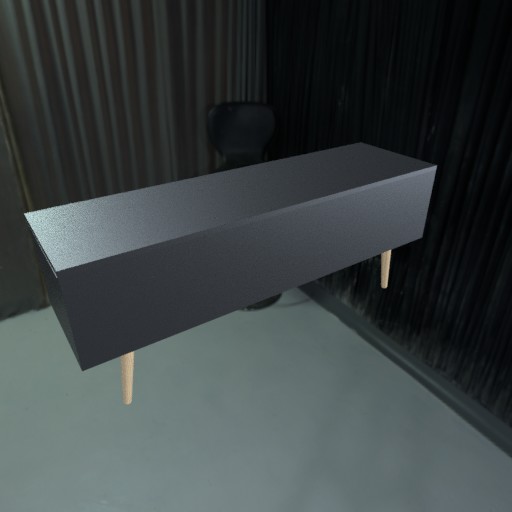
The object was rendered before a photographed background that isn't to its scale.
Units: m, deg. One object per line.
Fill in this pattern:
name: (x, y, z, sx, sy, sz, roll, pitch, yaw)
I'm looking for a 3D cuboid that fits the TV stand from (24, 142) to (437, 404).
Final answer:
TV stand: (0.000, 0.000, 1.546, 1.312, 0.518, 0.390, -18, 34, -29)
